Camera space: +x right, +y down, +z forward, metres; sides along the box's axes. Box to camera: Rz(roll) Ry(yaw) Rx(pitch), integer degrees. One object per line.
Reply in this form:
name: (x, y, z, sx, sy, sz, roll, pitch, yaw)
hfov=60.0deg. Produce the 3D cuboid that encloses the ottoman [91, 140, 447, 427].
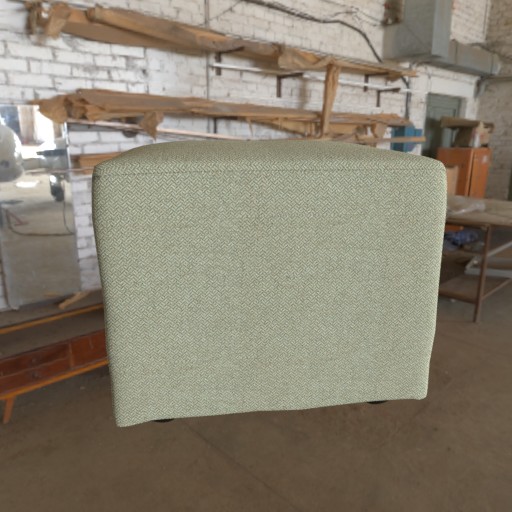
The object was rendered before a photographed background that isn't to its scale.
ottoman: (0.000, 0.000, 0.896, 0.521, 0.453, 0.512, -2, 15, -8)
